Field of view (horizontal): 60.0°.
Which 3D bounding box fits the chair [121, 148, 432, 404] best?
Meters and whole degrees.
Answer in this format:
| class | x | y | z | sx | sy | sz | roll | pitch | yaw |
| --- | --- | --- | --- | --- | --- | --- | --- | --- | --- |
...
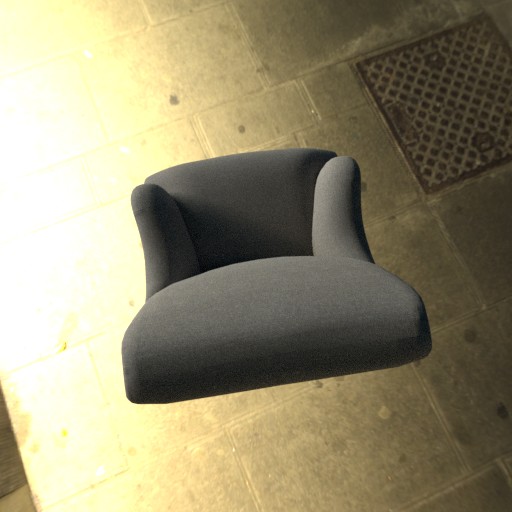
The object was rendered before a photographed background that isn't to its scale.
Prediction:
| class | x | y | z | sx | sy | sz | roll | pitch | yaw |
| --- | --- | --- | --- | --- | --- | --- | --- | --- | --- |
| chair | 0.000 | 0.000 | 1.525 | 0.766 | 0.942 | 0.843 | -8 | 76 | -2 |
